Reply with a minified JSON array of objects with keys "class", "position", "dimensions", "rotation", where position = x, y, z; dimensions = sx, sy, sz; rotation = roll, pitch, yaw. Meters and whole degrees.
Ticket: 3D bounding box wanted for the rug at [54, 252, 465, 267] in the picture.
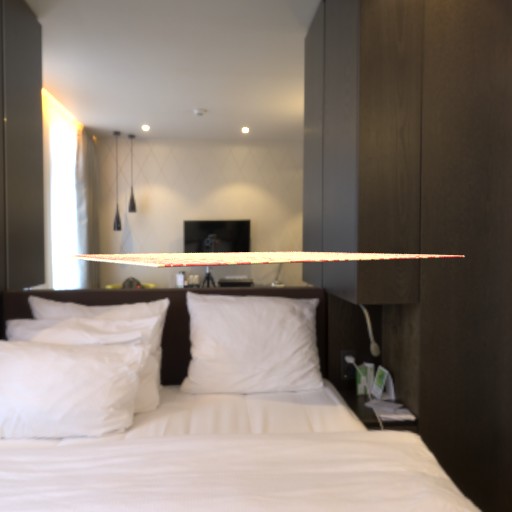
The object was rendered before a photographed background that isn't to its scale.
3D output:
[{"class":"rug","position":[0.000,0.000,4.202],"dimensions":[3.095,0.016,2.441],"rotation":[-1,2,-36]}]
